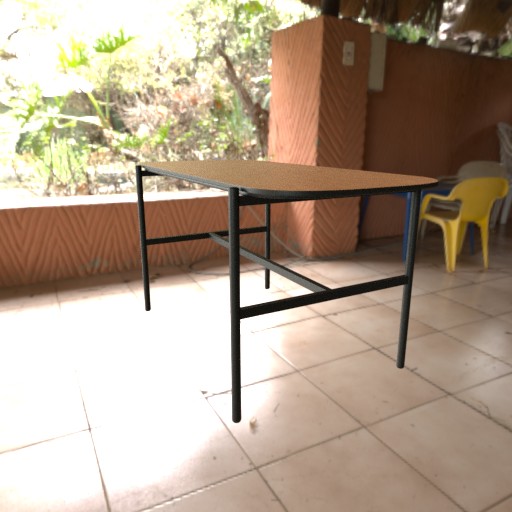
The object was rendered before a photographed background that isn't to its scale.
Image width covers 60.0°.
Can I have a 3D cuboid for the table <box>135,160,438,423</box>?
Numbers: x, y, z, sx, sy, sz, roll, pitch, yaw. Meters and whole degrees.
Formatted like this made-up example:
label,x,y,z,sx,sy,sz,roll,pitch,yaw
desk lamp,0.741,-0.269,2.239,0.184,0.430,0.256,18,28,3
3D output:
label,x,y,z,sx,sy,sz,roll,pitch,yaw
table,0.000,0.000,1.038,0.400,0.400,0.800,-8,17,-27
